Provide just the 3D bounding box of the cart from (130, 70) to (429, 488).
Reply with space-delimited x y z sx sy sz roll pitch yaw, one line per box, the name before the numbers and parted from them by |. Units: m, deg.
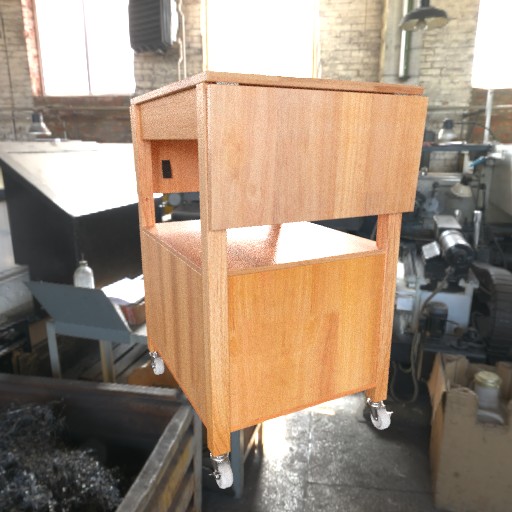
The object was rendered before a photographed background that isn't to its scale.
cart | 0.000 0.000 1.212 0.508 0.838 0.640 -7 16 -26
